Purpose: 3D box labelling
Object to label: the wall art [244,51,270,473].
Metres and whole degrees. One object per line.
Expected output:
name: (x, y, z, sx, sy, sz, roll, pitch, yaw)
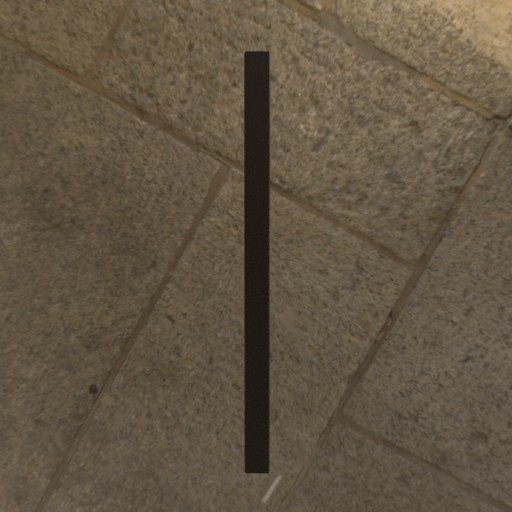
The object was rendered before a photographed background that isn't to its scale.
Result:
wall art: (0.000, 0.000, 0.748, 0.028, 0.551, 0.451, 0, 92, 0)
